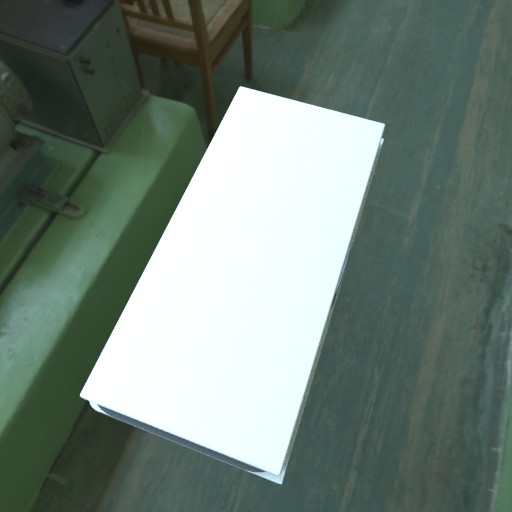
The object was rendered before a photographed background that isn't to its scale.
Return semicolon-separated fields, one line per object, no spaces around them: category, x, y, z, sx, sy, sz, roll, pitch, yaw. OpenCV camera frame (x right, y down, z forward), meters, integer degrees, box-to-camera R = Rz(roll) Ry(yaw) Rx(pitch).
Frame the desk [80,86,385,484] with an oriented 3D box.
desk;0.000;0.000;2.282;0.900;0.526;1.900;18;65;9
